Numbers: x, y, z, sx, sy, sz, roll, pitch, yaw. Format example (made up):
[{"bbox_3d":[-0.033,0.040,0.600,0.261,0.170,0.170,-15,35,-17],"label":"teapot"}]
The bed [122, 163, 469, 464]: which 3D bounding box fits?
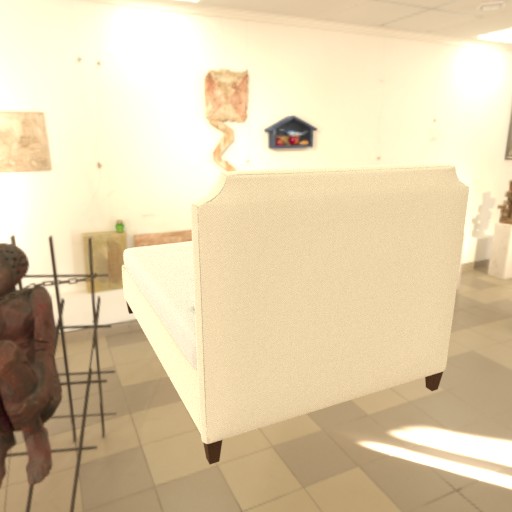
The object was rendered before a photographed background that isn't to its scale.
[{"bbox_3d":[0.000,0.000,3.424,1.712,1.497,2.372,-7,17,-25],"label":"bed"}]
